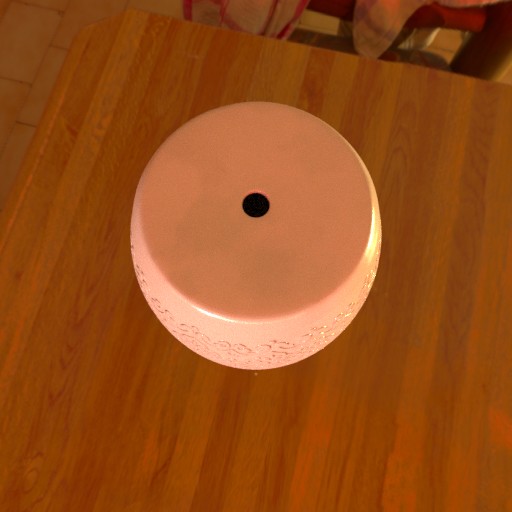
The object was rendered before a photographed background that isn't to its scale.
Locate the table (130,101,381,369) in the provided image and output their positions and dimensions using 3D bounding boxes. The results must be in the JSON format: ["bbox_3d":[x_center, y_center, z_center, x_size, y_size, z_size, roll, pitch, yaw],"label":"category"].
[{"bbox_3d":[0.000,0.000,0.622,0.309,0.397,0.309,0,75,0],"label":"table"}]
